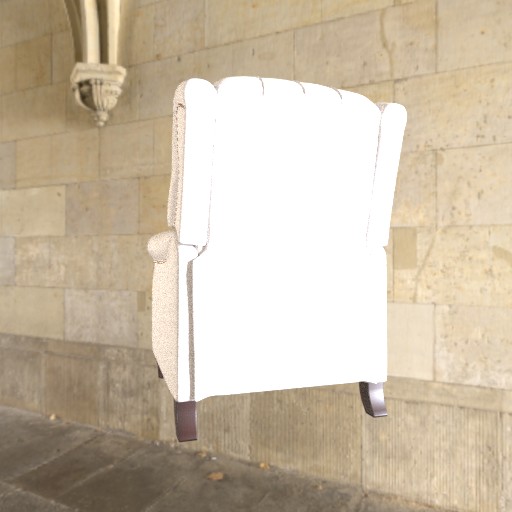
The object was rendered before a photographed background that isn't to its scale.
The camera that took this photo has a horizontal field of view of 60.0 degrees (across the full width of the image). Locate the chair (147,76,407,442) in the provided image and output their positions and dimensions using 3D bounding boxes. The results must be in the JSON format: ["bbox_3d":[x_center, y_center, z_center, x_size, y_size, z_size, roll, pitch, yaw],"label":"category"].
[{"bbox_3d":[0.000,0.000,1.642,0.742,1.035,0.902,0,0,-18],"label":"chair"}]
